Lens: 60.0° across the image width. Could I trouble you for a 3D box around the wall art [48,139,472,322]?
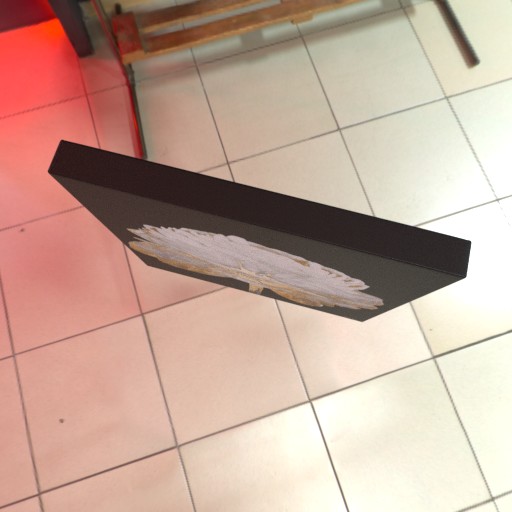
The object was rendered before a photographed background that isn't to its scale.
[{"bbox_3d":[0.000,0.000,0.614,0.406,0.407,0.041,14,76,4],"label":"wall art"}]
